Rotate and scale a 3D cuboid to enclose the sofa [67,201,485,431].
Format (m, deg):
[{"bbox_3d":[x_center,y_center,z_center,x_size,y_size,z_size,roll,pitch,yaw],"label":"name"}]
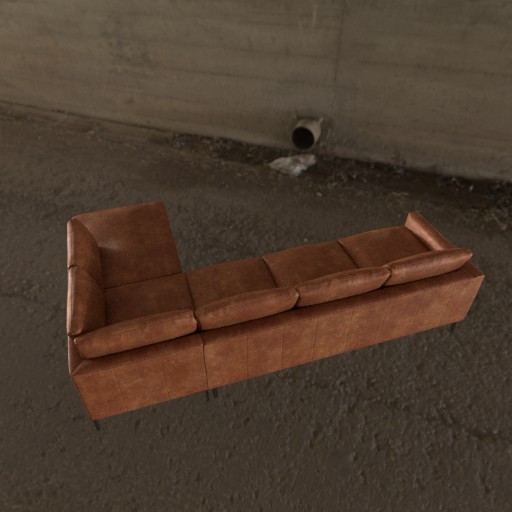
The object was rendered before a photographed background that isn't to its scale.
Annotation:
[{"bbox_3d":[0.000,0.000,3.782,2.984,0.877,1.938,-12,42,-13],"label":"sofa"}]
